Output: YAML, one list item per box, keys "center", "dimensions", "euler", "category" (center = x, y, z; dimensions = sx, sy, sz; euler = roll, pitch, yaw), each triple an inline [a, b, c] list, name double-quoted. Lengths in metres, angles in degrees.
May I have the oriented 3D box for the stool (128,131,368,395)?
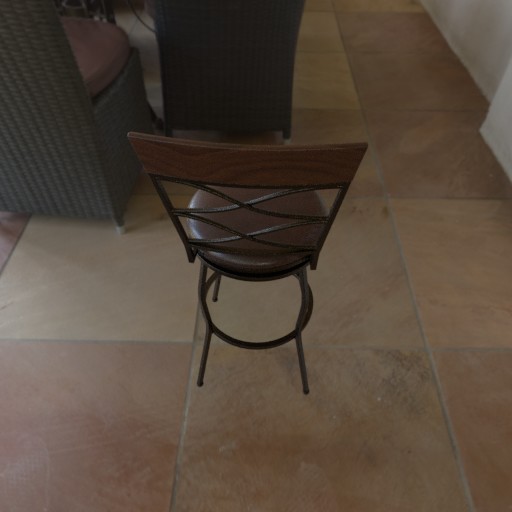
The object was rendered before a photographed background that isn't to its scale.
- center: [0.000, 0.000, 1.389]
  dimensions: [0.448, 1.130, 0.513]
  euler: [3, 47, 3]
  category: "stool"
